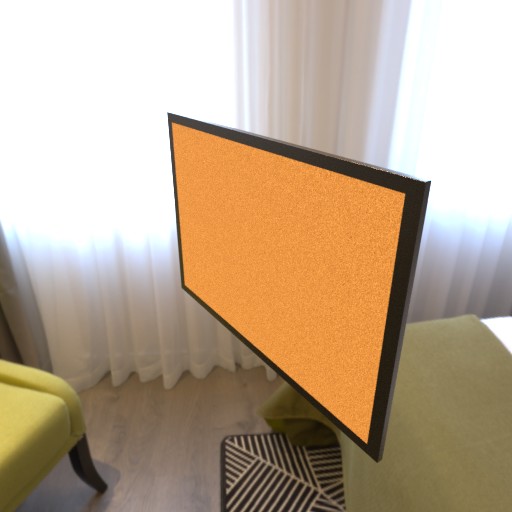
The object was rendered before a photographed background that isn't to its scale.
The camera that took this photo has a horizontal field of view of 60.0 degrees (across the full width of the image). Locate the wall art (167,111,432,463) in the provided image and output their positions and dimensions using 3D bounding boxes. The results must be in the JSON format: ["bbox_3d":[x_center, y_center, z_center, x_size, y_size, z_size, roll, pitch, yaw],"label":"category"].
[{"bbox_3d":[0.000,0.000,1.029,0.015,0.552,0.819,-17,31,-31],"label":"wall art"}]
